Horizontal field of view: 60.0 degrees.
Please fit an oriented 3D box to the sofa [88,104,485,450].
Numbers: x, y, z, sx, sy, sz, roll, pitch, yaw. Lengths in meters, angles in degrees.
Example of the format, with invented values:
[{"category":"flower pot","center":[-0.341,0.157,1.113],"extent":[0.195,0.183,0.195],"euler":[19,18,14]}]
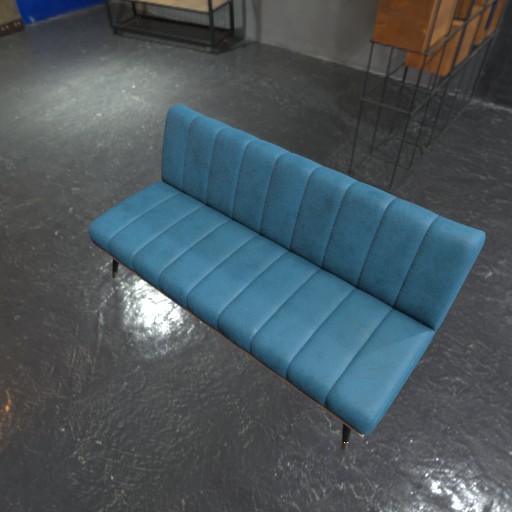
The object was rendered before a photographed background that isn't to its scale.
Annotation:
[{"category":"sofa","center":[0.000,0.000,2.277],"extent":[1.810,0.825,0.830],"euler":[30,52,26]}]
